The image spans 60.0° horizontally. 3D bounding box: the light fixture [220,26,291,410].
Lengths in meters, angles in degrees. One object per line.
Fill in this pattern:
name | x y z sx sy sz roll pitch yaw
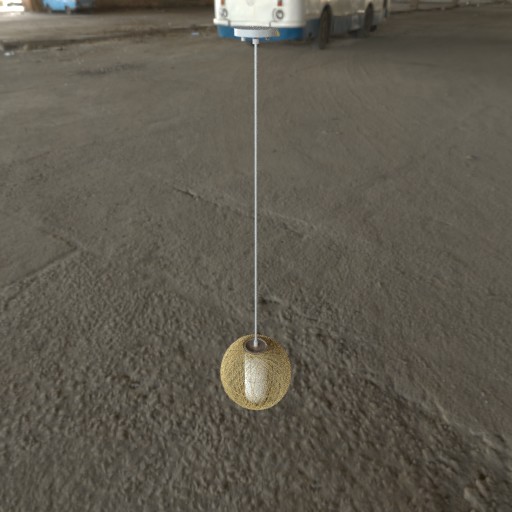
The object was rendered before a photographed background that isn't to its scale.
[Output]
light fixture | 0.000 0.000 2.132 0.406 1.955 0.407 21 37 30
